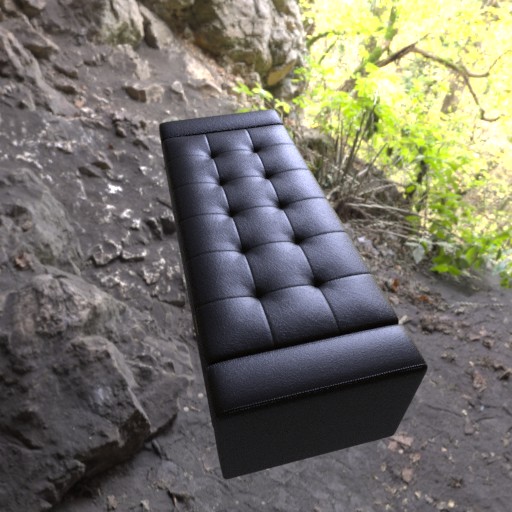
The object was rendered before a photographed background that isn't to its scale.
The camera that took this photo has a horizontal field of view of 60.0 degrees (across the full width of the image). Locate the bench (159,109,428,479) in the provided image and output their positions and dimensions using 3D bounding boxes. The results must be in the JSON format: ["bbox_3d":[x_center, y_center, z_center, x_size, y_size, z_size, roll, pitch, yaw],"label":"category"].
[{"bbox_3d":[0.000,0.000,1.555,0.508,0.445,1.296,-10,46,-10],"label":"bench"}]
